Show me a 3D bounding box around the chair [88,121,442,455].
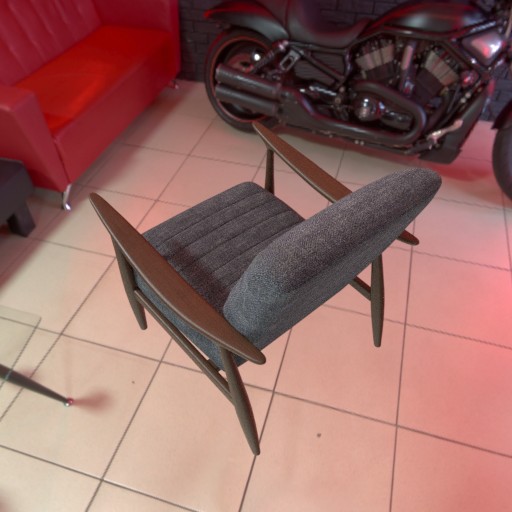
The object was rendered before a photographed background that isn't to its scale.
[{"bbox_3d":[0.000,0.000,1.442,0.741,0.832,0.798,-32,54,-27],"label":"chair"}]
